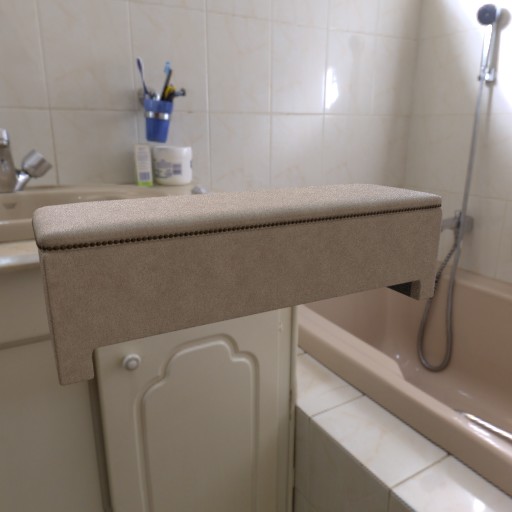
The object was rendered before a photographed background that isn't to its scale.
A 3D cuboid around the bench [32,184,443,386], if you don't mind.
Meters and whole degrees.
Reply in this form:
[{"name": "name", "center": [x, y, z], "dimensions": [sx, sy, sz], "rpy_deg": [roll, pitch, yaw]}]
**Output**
[{"name": "bench", "center": [0.000, 0.000, 1.686], "dimensions": [1.482, 0.447, 0.470], "rpy_deg": [-8, 18, -27]}]
